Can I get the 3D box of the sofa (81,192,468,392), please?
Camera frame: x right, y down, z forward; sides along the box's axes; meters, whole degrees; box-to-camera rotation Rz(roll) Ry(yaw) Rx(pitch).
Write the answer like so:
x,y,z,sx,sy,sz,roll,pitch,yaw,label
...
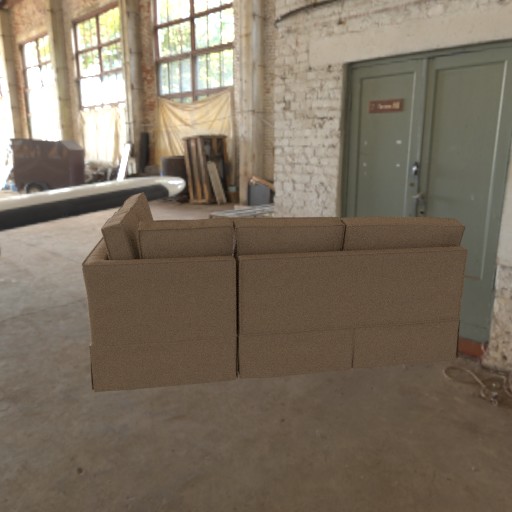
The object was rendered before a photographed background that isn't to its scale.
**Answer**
x,y,z,sx,sy,sz,roll,pitch,yaw,label
0.000,0.000,4.345,2.730,1.124,2.733,-2,14,-10,sofa
